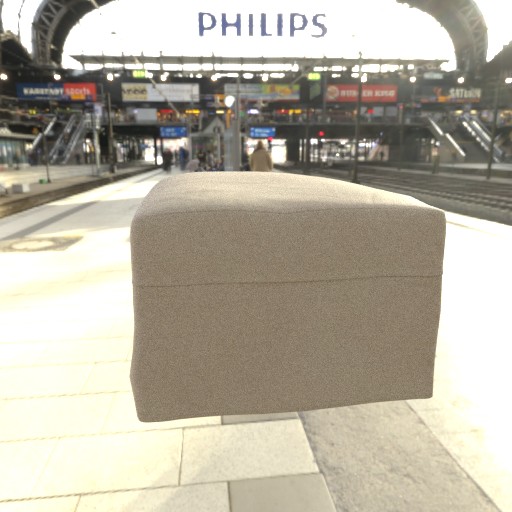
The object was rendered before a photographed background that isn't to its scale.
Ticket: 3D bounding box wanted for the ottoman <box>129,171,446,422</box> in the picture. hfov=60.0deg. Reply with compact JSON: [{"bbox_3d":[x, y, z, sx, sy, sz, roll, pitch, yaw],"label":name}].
[{"bbox_3d":[0.000,0.000,1.197,0.590,0.444,0.872,-2,13,-9],"label":"ottoman"}]
